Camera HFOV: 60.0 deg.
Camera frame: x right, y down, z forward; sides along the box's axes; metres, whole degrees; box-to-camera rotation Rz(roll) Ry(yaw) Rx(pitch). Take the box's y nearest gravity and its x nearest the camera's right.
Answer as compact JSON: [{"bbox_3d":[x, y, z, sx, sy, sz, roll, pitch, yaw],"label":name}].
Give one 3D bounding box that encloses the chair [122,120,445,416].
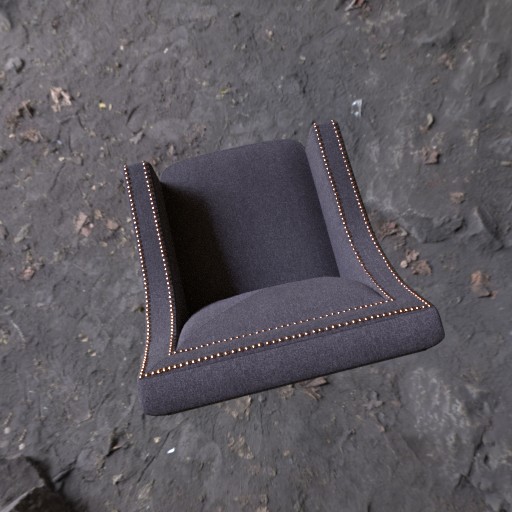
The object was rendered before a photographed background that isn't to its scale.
[{"bbox_3d":[0.000,0.000,1.620,0.776,0.967,0.884,-13,76,-3],"label":"chair"}]
